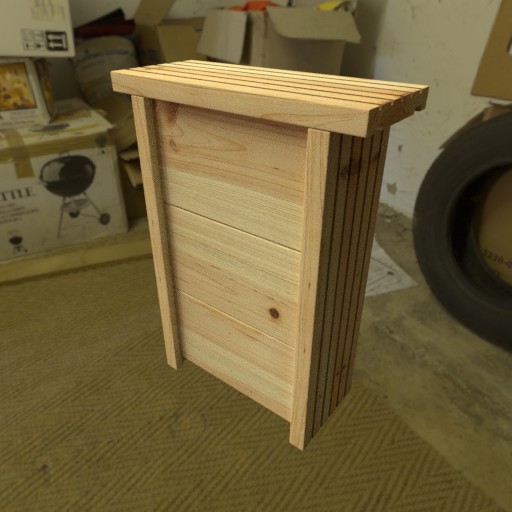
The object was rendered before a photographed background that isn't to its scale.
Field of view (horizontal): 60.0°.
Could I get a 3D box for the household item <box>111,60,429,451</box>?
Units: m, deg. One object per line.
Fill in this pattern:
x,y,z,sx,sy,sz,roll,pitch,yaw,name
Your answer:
0.000,0.000,0.540,0.301,0.407,0.123,22,37,32,household item
